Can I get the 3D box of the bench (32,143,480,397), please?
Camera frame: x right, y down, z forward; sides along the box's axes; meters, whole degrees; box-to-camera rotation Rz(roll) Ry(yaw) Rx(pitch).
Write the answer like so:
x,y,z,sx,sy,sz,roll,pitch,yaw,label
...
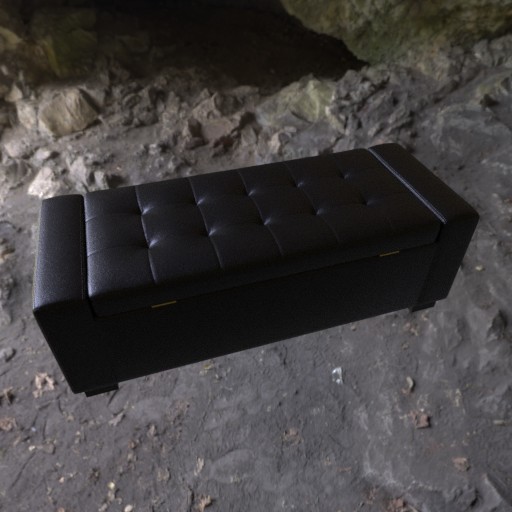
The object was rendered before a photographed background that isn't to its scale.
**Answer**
x,y,z,sx,sy,sz,roll,pitch,yaw,label
0.000,0.000,1.520,1.296,0.445,0.508,-12,43,-13,bench
